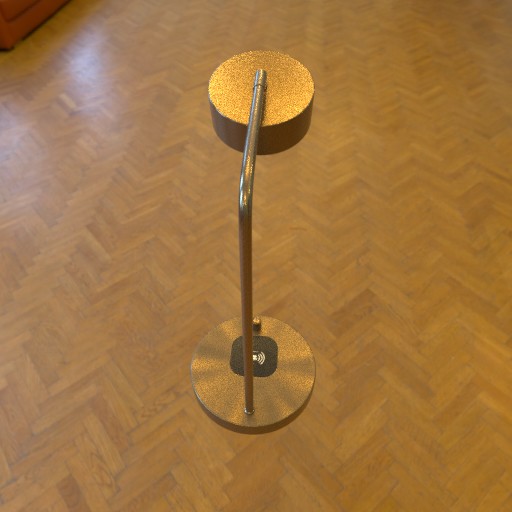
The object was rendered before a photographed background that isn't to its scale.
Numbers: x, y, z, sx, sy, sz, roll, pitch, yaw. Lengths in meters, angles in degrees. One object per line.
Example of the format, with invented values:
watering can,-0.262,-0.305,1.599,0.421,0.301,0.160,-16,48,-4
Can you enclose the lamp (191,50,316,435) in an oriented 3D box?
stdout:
lamp,0.000,0.000,0.522,0.171,0.380,0.270,3,46,3
